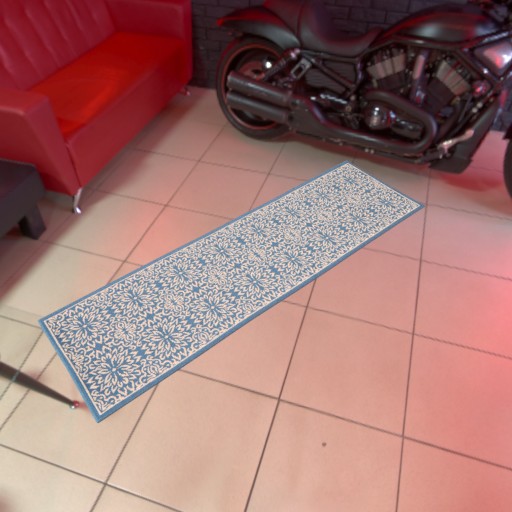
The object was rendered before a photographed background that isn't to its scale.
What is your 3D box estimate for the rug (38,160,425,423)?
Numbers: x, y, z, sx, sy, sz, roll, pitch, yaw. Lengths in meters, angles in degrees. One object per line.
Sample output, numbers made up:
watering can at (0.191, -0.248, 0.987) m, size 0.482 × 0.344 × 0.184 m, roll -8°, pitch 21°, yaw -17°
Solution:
rug at (0.000, 0.000, 2.458) m, size 2.196 × 0.011 × 0.662 m, roll -30°, pitch 52°, yaw -27°
